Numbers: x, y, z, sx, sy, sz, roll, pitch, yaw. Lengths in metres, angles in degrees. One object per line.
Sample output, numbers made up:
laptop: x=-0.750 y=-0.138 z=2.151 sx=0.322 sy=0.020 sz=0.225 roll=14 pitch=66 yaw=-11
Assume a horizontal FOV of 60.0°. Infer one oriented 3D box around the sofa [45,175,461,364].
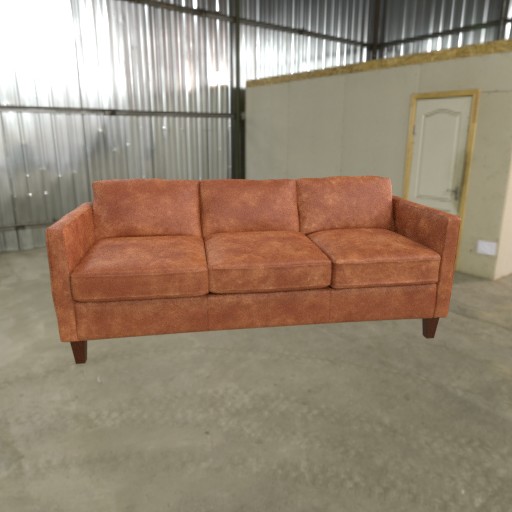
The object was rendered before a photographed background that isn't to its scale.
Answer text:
sofa: x=0.000 y=0.000 z=3.062 sx=2.464 sy=1.006 sz=1.045 roll=-2 pitch=16 yaw=-8
